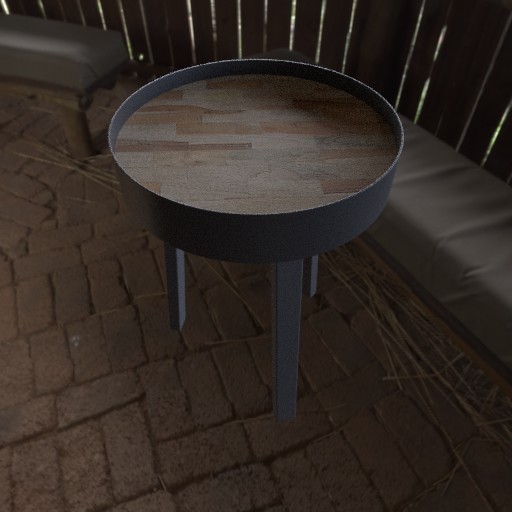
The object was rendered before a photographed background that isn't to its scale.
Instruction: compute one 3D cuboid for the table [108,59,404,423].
[{"bbox_3d":[0.000,0.000,0.828,0.406,0.559,0.406,0,47,0],"label":"table"}]
